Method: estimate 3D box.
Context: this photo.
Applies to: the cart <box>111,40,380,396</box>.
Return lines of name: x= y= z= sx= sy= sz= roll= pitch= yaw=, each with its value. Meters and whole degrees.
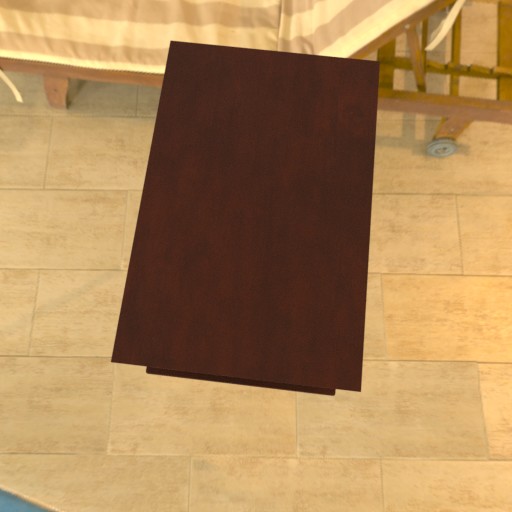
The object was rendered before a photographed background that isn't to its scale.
cart: x=0.000 y=0.000 z=1.270 sx=0.442 sy=0.864 sz=0.683 roll=6 pitch=77 yaw=2
